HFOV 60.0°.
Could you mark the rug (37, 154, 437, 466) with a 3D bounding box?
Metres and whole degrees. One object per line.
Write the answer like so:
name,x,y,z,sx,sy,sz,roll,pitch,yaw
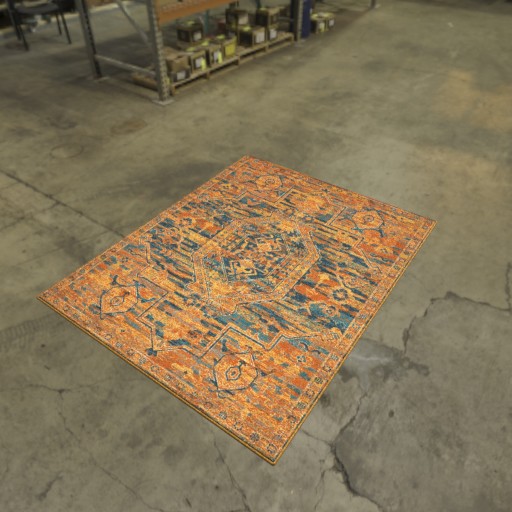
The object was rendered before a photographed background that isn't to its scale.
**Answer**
rug,0.000,0.000,4.169,2.435,0.031,3.040,25,47,26
